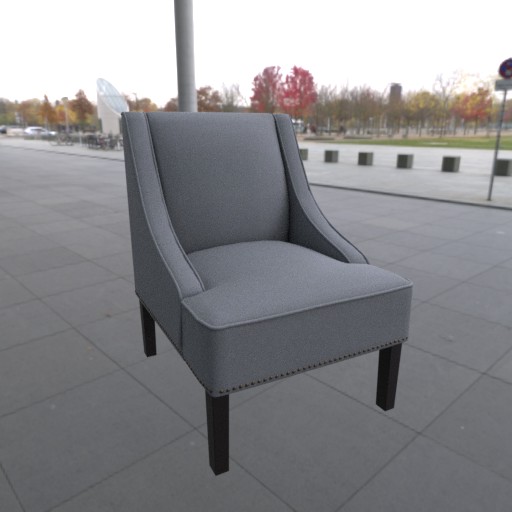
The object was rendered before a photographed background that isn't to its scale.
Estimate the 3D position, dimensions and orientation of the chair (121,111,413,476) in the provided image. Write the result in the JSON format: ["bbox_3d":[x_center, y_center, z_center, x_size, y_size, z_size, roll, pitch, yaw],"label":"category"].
[{"bbox_3d":[0.000,0.000,1.380,0.631,0.867,0.747,-8,18,-27],"label":"chair"}]
